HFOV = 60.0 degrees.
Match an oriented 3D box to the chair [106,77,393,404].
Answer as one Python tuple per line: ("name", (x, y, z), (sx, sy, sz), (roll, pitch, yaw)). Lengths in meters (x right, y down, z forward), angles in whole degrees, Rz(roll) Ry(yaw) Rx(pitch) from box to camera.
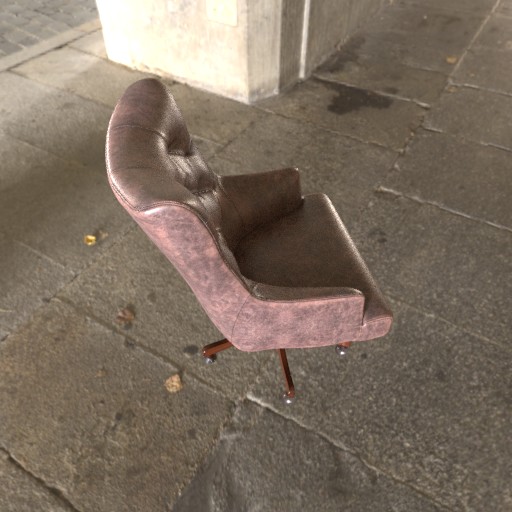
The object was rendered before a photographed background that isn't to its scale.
("chair", (0.000, 0.000, 1.488), (0.762, 1.035, 0.641), (-10, 48, -9))
